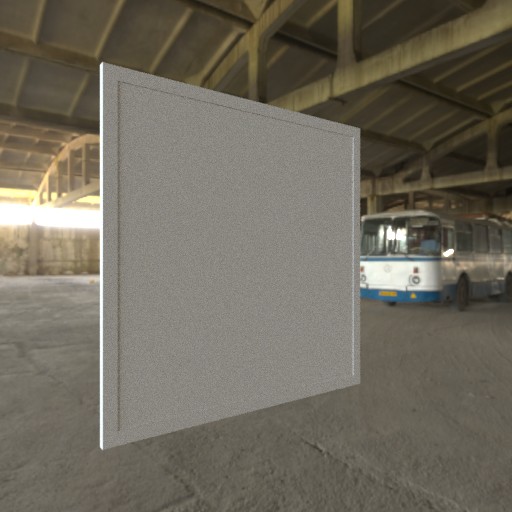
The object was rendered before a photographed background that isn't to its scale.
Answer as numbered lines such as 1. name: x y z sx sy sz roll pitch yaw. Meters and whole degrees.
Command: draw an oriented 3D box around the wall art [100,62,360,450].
1. wall art: 0.000 0.000 0.957 0.660 0.660 0.015 0 0 -37
